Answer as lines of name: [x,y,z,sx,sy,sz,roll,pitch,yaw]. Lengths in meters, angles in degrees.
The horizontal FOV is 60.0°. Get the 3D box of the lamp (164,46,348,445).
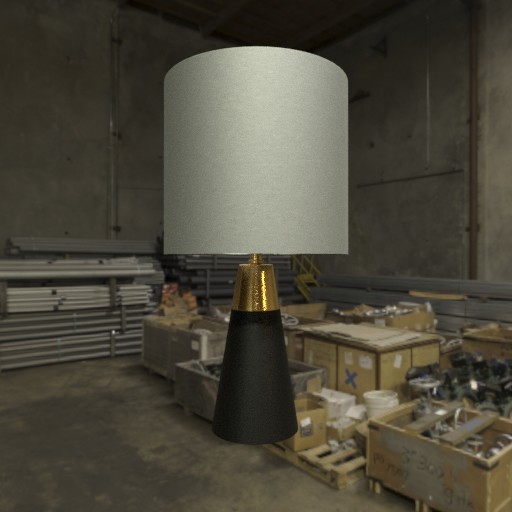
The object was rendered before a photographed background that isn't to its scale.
lamp: [0.000,0.000,0.755,0.308,0.580,0.308,0,0,-36]
